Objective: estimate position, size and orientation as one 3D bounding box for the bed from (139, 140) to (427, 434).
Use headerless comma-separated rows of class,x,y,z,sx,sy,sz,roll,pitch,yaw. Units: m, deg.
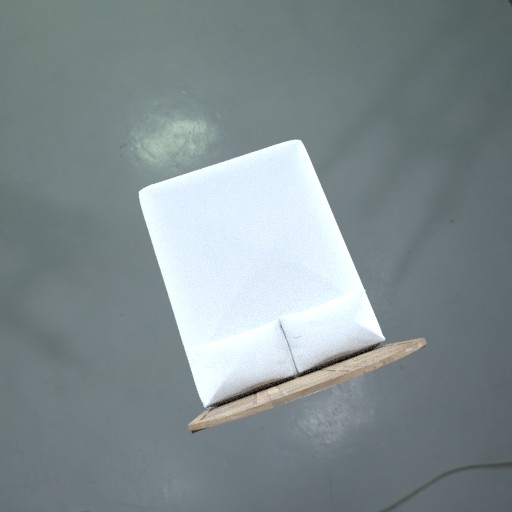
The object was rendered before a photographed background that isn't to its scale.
bed,0.000,0.000,3.502,1.713,2.002,2.112,-19,77,-5
